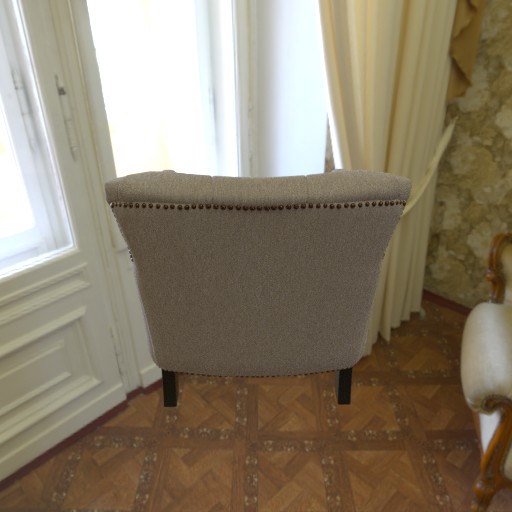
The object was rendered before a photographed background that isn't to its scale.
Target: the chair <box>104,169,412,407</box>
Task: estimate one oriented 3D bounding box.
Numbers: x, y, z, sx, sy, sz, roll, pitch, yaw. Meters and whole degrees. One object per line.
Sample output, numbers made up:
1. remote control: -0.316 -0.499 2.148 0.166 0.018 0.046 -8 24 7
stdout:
1. chair: 0.000 0.000 1.513 0.737 0.823 0.902 0 29 -1
